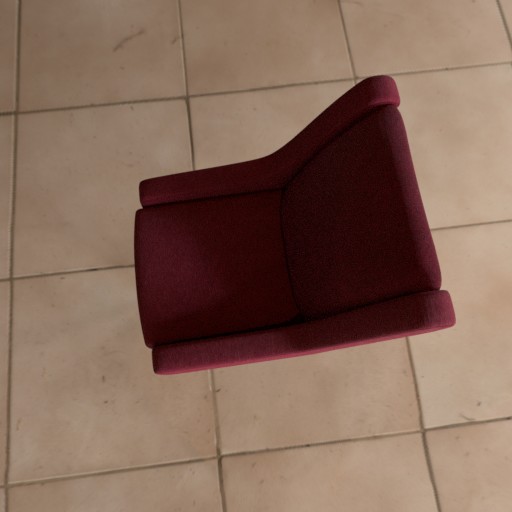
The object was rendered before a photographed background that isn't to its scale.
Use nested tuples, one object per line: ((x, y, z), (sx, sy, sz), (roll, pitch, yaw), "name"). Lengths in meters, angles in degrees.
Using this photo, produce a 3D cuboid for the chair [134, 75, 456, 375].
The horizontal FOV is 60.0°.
((0.000, 0.000, 1.725), (0.985, 1.017, 0.793), (-8, 75, -2), "chair")
